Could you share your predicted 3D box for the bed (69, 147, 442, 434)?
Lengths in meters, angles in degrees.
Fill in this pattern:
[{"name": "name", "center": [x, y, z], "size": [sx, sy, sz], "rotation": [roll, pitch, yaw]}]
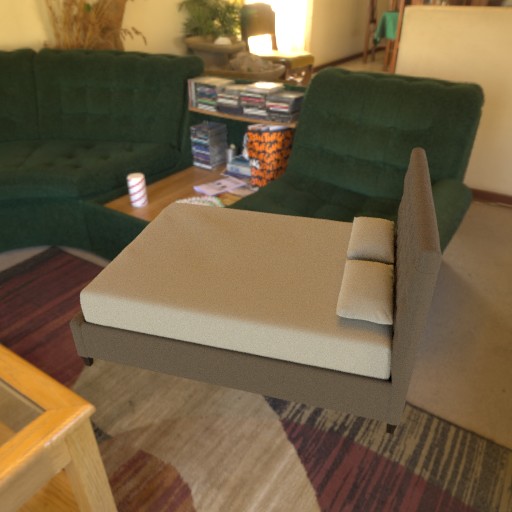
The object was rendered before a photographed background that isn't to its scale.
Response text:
[{"name": "bed", "center": [0.000, 0.000, 3.497], "size": [2.387, 1.427, 1.698], "rotation": [8, 33, 13]}]
